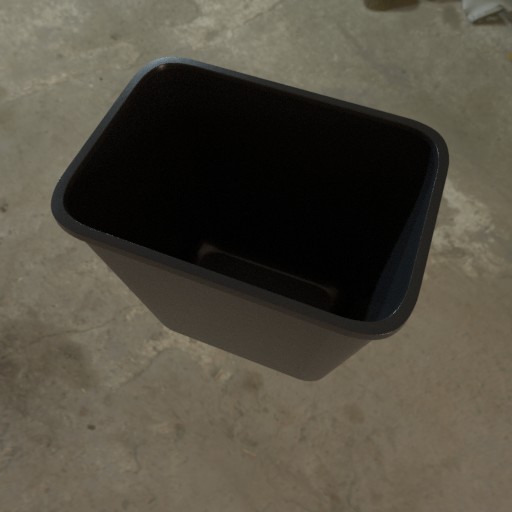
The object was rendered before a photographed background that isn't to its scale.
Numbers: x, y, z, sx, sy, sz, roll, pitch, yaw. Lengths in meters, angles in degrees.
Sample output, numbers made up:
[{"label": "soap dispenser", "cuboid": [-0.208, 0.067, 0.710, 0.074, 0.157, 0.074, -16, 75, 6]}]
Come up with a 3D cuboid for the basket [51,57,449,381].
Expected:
[{"label": "basket", "cuboid": [0.000, 0.000, 0.505, 0.300, 0.307, 0.211, 19, 64, 9]}]
